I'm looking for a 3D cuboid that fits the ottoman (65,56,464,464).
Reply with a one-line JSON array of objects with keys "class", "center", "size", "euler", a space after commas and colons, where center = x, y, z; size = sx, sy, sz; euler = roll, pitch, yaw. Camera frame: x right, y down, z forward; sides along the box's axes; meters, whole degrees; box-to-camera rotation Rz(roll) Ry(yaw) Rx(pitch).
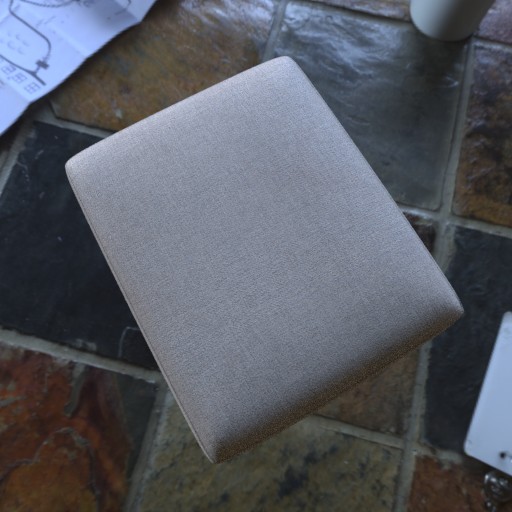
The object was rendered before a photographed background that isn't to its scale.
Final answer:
[{"class": "ottoman", "center": [0.000, 0.000, 1.219], "size": [0.671, 0.490, 0.820], "euler": [-29, 77, -7]}]
